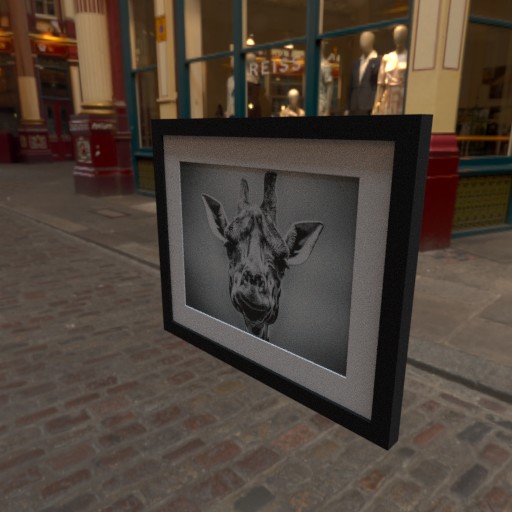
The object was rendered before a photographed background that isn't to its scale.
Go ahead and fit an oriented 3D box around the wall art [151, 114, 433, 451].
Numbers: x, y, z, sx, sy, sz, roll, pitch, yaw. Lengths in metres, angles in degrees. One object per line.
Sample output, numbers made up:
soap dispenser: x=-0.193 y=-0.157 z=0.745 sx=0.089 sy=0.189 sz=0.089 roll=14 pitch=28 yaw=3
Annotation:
wall art: x=0.000 y=0.000 z=0.765 sx=0.558 sy=0.457 sz=0.031 roll=16 pitch=22 yaw=42
